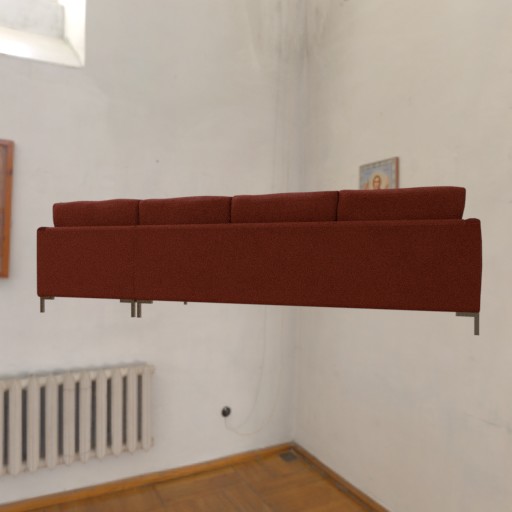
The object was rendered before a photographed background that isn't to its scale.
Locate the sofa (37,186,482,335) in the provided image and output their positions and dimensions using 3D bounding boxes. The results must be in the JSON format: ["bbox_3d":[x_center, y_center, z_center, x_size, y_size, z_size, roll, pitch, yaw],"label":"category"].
[{"bbox_3d":[0.000,0.000,3.366,2.932,0.810,1.350,0,1,18],"label":"sofa"}]
